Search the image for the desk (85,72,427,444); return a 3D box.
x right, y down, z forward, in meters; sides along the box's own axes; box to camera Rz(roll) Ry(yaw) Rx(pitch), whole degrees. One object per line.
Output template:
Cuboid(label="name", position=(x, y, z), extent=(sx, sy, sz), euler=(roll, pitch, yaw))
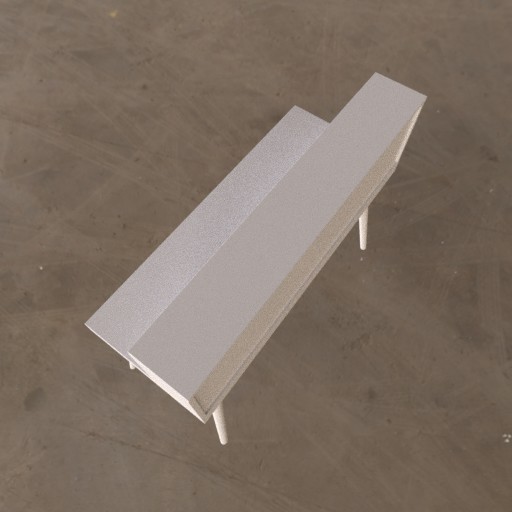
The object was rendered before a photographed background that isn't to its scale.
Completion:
Cuboid(label="desk", position=(0.000, 0.000, 1.734), extent=(0.559, 0.990, 1.199), euler=(33, 67, 16))
